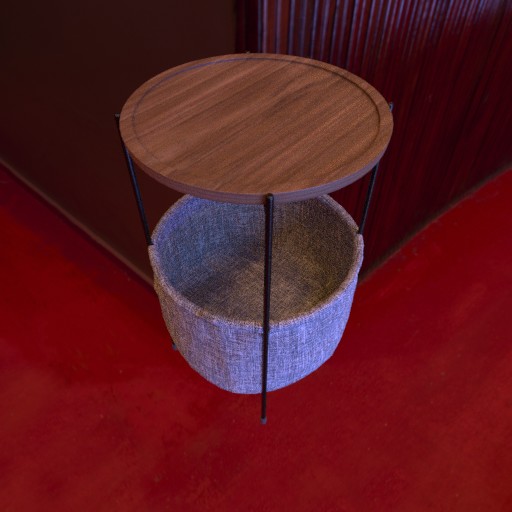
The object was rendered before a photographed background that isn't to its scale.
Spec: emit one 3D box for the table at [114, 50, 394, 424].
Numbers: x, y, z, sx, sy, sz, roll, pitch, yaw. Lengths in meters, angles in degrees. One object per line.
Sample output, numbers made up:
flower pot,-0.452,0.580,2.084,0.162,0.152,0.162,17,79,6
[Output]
table,0.000,0.000,0.865,0.400,0.623,0.400,32,55,26
